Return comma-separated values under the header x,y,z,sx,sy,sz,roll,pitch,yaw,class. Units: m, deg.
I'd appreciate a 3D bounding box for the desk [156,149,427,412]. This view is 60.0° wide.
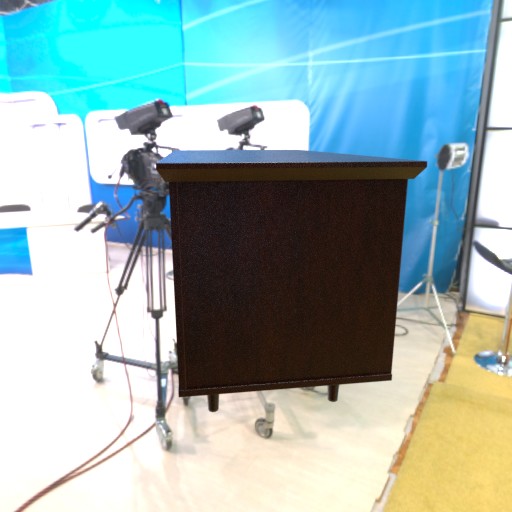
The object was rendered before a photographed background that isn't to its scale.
x,y,z,sx,sy,sz,roll,pitch,yaw,class
0.000,0.000,1.683,0.612,0.758,1.277,-2,15,-8,desk
